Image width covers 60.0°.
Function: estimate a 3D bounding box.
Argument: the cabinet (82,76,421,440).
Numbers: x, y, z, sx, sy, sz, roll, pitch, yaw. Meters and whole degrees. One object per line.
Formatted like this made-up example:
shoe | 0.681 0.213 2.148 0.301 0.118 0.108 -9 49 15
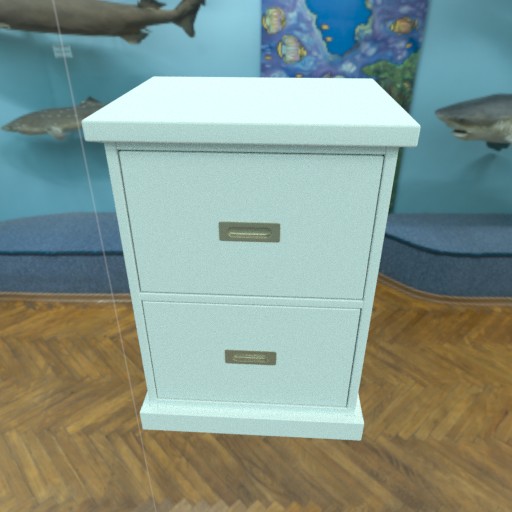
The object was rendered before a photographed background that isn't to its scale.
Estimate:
cabinet | 0.000 0.000 1.042 0.520 0.723 0.431 2 31 3
